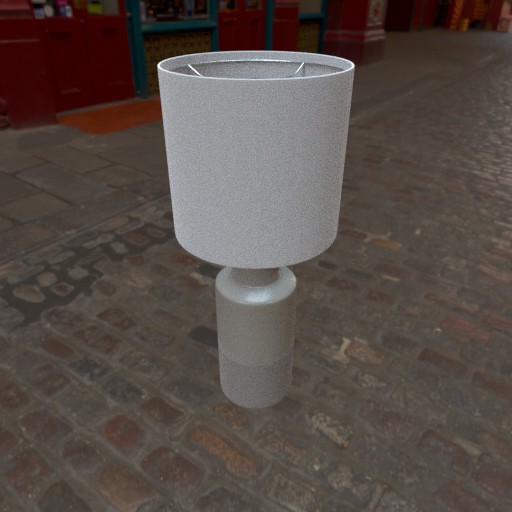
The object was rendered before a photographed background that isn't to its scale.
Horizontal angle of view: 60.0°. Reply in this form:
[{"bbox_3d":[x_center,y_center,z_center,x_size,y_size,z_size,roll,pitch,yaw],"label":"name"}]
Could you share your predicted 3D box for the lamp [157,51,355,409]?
[{"bbox_3d":[0.000,0.000,0.611,0.212,0.493,0.212,21,37,30],"label":"lamp"}]
